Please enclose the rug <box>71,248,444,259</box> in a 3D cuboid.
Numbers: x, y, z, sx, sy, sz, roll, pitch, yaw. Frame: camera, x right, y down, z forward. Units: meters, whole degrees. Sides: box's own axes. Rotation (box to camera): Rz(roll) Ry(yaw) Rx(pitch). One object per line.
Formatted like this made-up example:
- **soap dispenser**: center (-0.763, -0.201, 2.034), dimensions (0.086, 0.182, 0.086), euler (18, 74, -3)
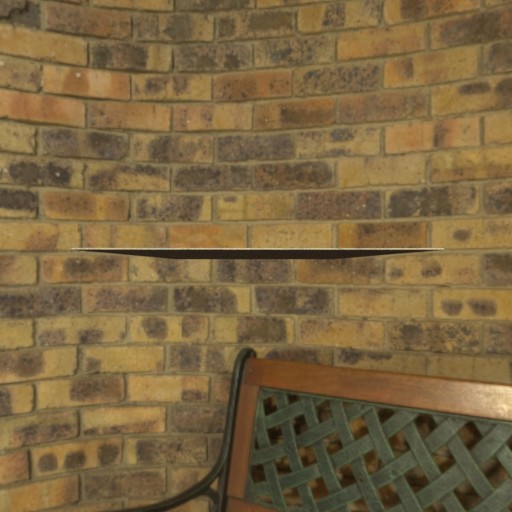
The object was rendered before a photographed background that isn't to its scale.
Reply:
- **rug**: center (0.000, 0.000, 2.990), dimensions (1.507, 0.007, 2.433), euler (0, -1, -1)
